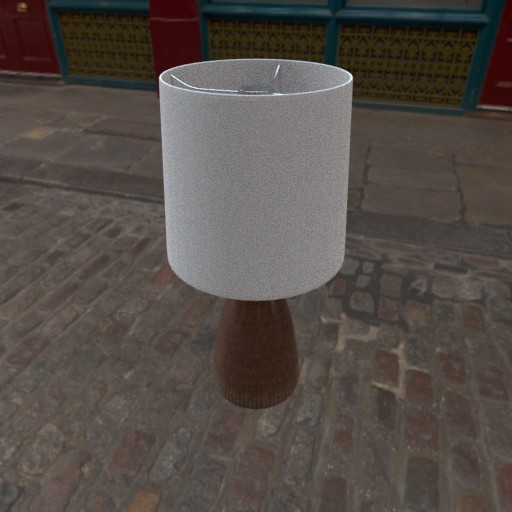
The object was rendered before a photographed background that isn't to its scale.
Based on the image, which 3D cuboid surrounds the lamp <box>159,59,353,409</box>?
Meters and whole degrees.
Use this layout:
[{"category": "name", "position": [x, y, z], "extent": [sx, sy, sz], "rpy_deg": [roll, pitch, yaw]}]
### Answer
[{"category": "lamp", "position": [0.000, 0.000, 0.479], "extent": [0.186, 0.369, 0.186], "rpy_deg": [0, 32, 0]}]
